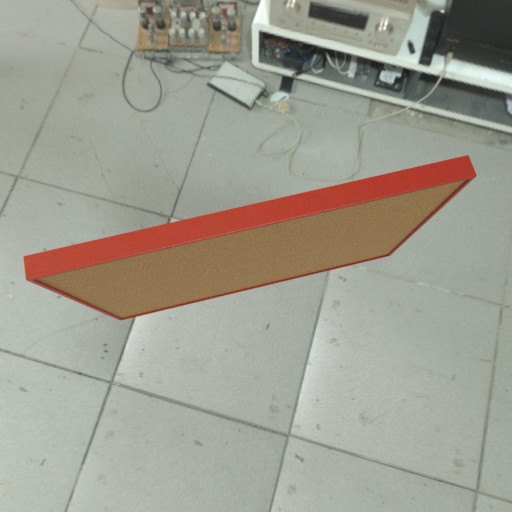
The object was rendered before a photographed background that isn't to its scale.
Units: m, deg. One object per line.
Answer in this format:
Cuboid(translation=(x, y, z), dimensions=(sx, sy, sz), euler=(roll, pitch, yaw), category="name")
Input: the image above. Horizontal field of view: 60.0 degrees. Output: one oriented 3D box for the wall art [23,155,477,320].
Cuboid(translation=(0.000, 0.000, 0.778), dimensions=(0.607, 0.405, 0.033), euler=(-13, 75, -4), category="wall art")
